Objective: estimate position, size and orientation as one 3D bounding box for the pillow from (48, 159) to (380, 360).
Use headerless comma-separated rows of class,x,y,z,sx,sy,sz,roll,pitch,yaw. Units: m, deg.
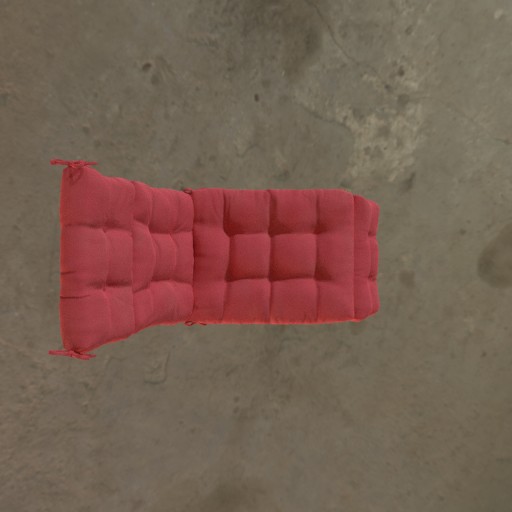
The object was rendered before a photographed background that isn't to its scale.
pillow,0.000,0.000,1.495,1.016,0.863,0.526,0,90,2
